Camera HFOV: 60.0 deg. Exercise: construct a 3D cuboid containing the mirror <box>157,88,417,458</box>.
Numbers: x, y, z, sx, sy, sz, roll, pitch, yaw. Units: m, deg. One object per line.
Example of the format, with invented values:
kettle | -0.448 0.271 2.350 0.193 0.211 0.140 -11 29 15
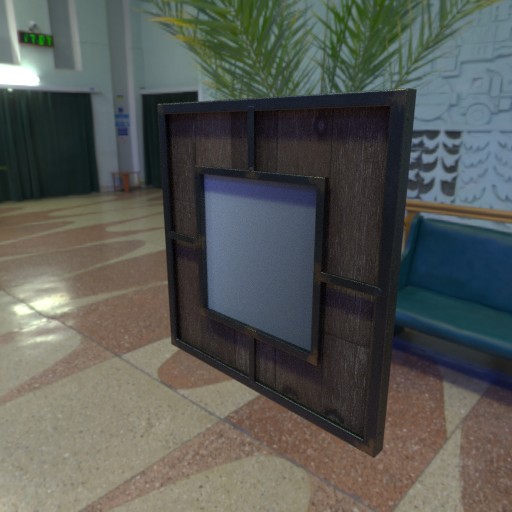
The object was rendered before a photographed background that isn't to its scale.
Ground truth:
mirror | 0.000 0.000 0.567 0.382 0.381 0.020 15 22 42
